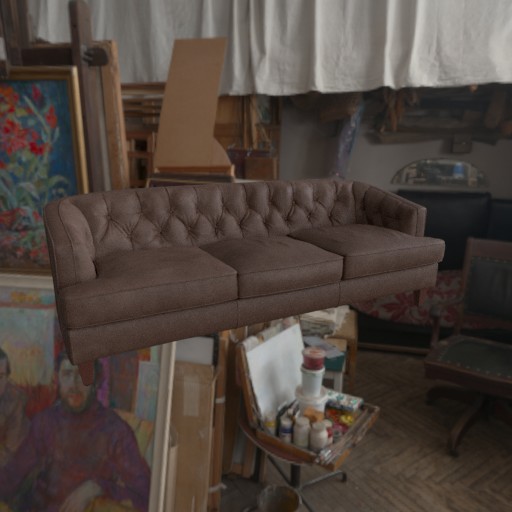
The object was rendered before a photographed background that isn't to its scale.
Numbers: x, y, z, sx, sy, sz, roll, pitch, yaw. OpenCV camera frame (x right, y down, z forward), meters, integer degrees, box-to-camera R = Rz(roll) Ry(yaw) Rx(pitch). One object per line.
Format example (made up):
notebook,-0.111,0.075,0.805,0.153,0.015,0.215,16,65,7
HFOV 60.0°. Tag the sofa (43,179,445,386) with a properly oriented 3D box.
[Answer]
sofa,0.000,0.000,2.646,2.227,0.787,0.927,-8,17,-26
